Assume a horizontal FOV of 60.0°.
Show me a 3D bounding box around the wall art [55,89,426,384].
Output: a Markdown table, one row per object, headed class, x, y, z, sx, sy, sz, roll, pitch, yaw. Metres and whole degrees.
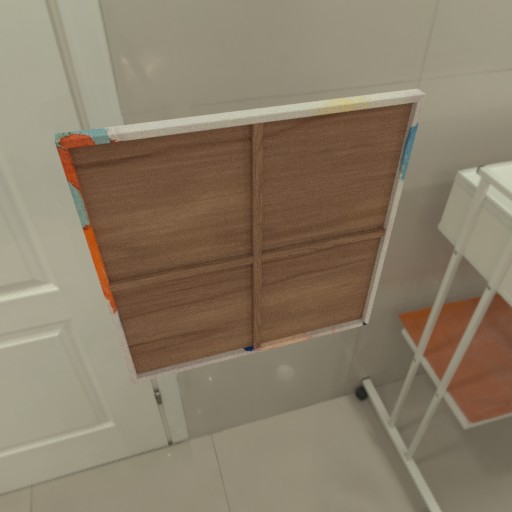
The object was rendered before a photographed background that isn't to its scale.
| class | x | y | z | sx | sy | sz | roll | pitch | yaw |
| --- | --- | --- | --- | --- | --- | --- | --- | --- | --- |
| wall art | 0.000 | 0.000 | 1.213 | 0.814 | 0.814 | 0.037 | -11 | 42 | -13 |
